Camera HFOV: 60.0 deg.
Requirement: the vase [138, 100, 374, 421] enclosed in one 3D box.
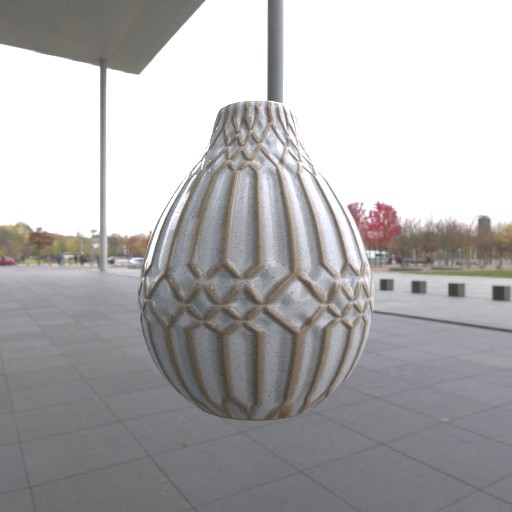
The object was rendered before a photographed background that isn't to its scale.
[{"bbox_3d":[0.000,0.000,0.309,0.159,0.200,0.159,0,0,0],"label":"vase"}]
